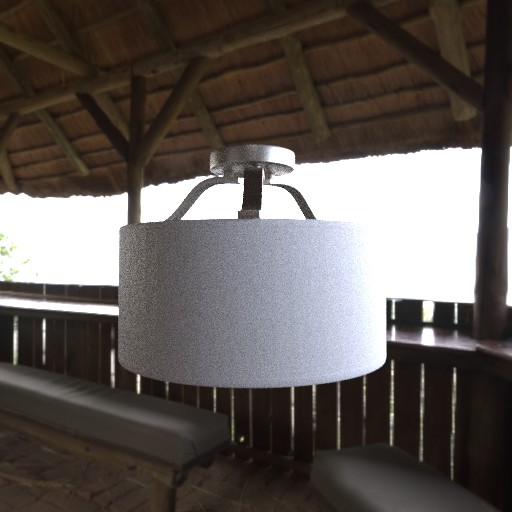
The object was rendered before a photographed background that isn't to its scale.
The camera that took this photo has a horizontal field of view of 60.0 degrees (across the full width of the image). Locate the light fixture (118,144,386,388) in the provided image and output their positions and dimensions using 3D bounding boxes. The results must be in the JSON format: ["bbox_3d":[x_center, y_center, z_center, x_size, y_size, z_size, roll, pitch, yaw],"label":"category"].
[{"bbox_3d":[0.000,0.000,0.666,0.395,0.304,0.395,0,-1,0],"label":"light fixture"}]
